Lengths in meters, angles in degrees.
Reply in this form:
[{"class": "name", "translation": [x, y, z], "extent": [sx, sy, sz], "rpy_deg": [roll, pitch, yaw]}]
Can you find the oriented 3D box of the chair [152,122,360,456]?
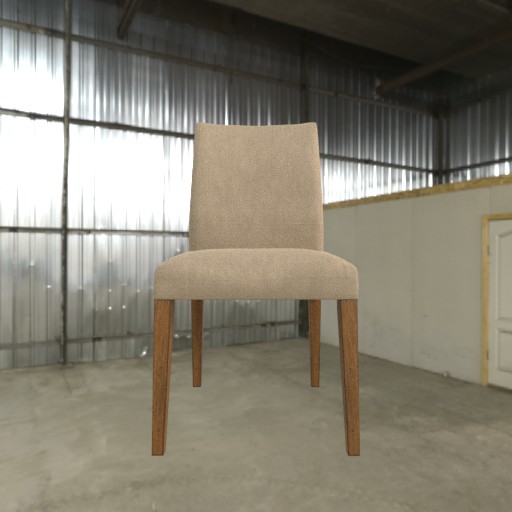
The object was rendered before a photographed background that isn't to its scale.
[{"class": "chair", "translation": [0.000, 0.000, 1.338], "extent": [0.496, 0.940, 0.585], "rpy_deg": [0, 1, 0]}]
